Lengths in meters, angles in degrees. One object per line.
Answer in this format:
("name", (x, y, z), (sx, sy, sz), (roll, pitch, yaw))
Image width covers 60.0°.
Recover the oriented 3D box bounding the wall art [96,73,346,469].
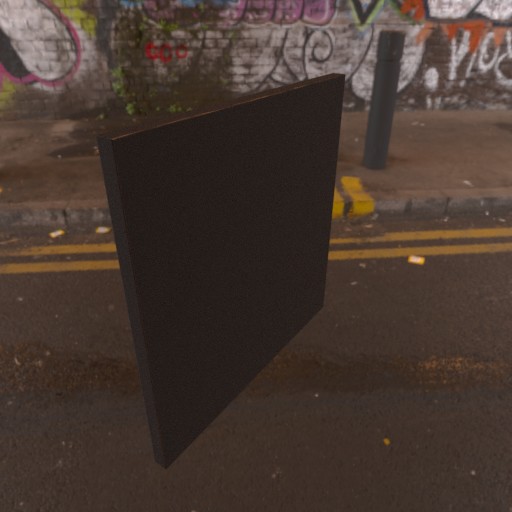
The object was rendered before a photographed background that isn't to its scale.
("wall art", (0.000, 0.000, 1.103), (0.038, 0.762, 0.762), (20, 36, 30))
